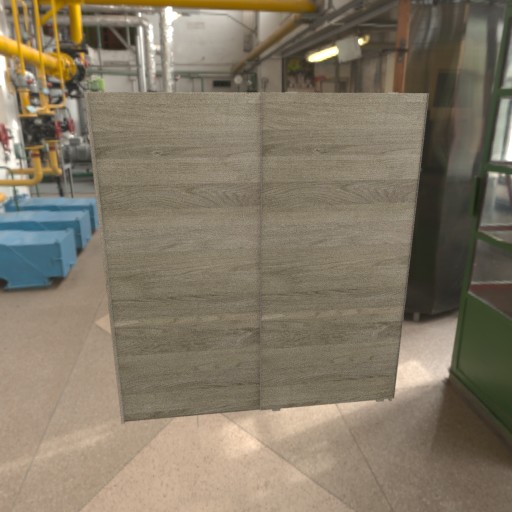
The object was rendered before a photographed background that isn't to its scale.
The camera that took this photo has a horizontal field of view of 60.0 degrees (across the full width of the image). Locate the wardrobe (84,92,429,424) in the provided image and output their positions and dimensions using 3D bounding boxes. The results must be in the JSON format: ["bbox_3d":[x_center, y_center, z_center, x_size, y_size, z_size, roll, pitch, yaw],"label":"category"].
[{"bbox_3d":[0.000,0.000,2.849,1.780,1.960,0.629,-2,18,-8],"label":"wardrobe"}]
